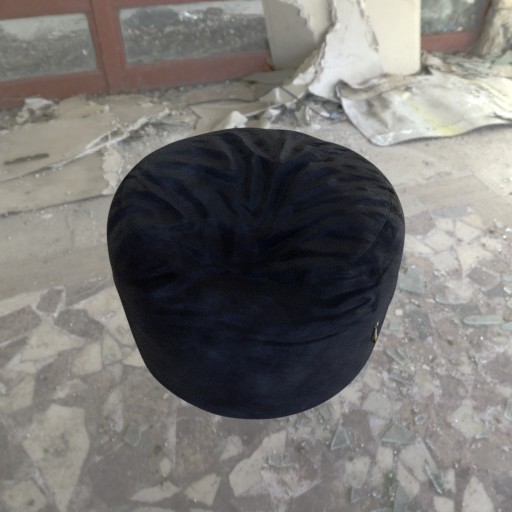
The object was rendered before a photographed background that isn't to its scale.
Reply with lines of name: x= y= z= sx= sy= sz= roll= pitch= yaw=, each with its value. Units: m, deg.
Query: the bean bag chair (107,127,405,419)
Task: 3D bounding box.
bean bag chair: x=0.000 y=0.000 z=1.495 sx=0.918 sy=0.616 sz=0.918 roll=0 pitch=42 yaw=0
